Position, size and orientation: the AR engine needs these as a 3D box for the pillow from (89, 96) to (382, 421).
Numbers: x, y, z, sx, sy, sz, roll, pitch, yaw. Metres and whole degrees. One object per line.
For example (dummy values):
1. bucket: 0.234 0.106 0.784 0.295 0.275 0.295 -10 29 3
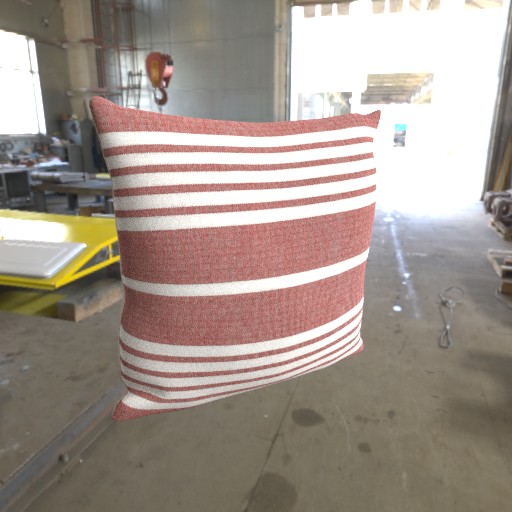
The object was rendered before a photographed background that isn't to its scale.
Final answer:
1. pillow: 0.000 0.000 0.645 0.439 0.427 0.182 -8 18 -26
